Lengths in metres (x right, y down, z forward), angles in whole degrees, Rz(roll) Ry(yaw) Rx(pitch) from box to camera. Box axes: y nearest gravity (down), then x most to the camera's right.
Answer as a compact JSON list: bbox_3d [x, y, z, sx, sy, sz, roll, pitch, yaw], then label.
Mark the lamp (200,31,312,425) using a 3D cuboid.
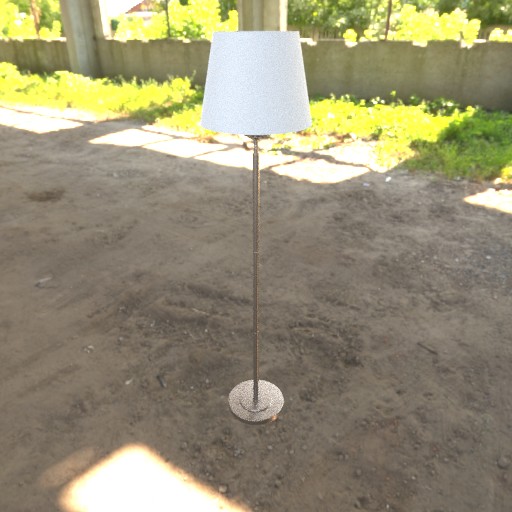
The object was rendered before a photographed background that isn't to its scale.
[{"bbox_3d":[0.000,0.000,1.630,0.355,1.473,0.355,0,27,0],"label":"lamp"}]
